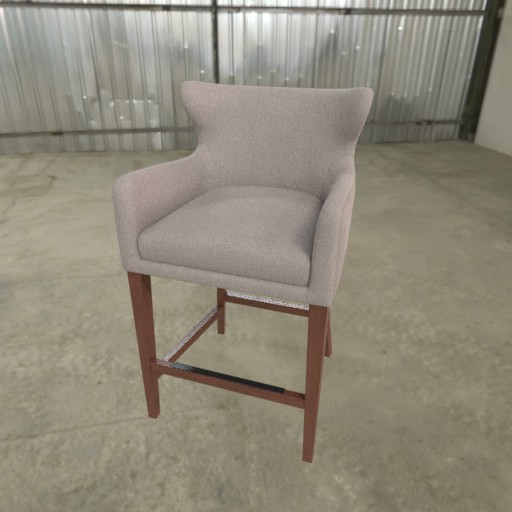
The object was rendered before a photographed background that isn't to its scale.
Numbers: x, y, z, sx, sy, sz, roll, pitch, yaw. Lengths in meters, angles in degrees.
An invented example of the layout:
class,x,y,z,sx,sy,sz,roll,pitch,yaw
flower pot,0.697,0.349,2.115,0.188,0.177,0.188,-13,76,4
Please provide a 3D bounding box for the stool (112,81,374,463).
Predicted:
class,x,y,z,sx,sy,sz,roll,pitch,yaw
stool,0.000,0.000,1.344,0.575,0.951,0.575,9,28,17
